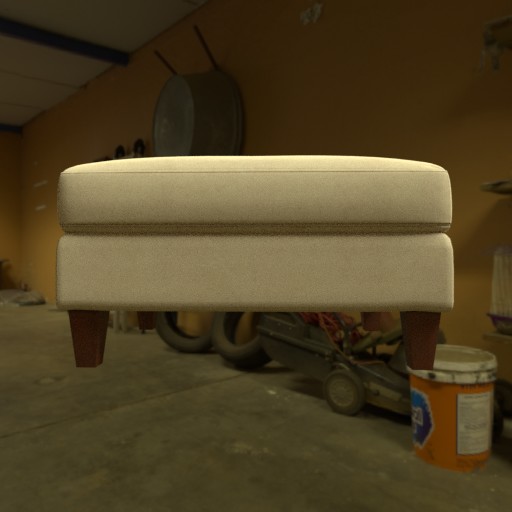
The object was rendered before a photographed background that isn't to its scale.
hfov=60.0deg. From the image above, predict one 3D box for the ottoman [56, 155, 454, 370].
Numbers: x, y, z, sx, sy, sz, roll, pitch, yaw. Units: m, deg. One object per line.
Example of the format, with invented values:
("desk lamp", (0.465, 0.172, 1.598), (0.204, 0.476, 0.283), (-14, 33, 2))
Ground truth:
("ottoman", (0.000, 0.000, 1.208), (0.864, 0.483, 0.584), (0, 1, 2))
